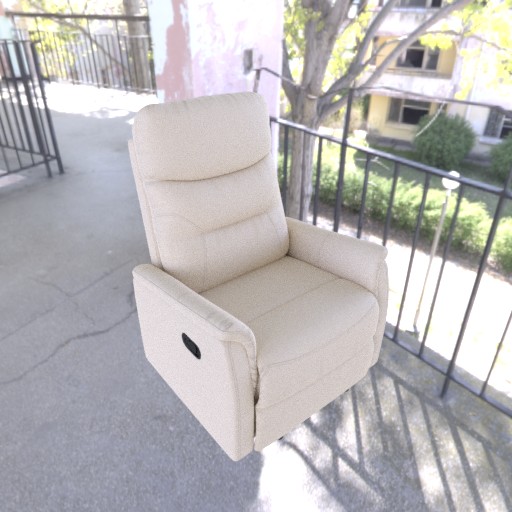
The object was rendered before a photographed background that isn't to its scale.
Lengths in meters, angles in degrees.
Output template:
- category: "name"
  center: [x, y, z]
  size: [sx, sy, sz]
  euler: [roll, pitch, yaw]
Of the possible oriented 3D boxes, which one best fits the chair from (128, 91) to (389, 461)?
- category: "chair"
  center: [0.000, 0.000, 1.676]
  size: [0.775, 1.082, 0.831]
  euler: [-22, 37, -33]
